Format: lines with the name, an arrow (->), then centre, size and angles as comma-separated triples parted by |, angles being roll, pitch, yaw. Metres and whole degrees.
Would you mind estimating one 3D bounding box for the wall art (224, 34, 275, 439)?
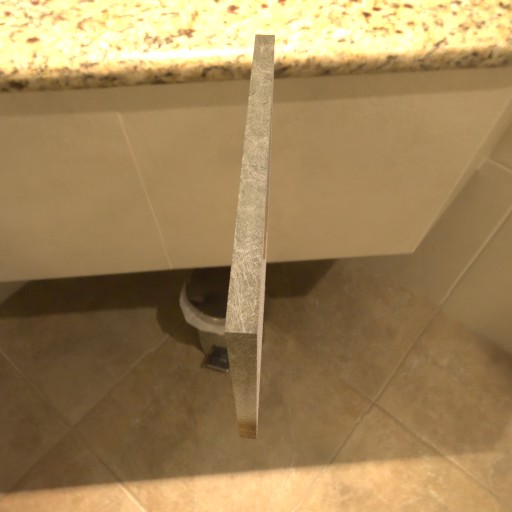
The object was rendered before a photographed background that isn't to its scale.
wall art -> 0.000, 0.000, 0.933 | 0.038, 0.610, 0.610 | 3, 57, 2
